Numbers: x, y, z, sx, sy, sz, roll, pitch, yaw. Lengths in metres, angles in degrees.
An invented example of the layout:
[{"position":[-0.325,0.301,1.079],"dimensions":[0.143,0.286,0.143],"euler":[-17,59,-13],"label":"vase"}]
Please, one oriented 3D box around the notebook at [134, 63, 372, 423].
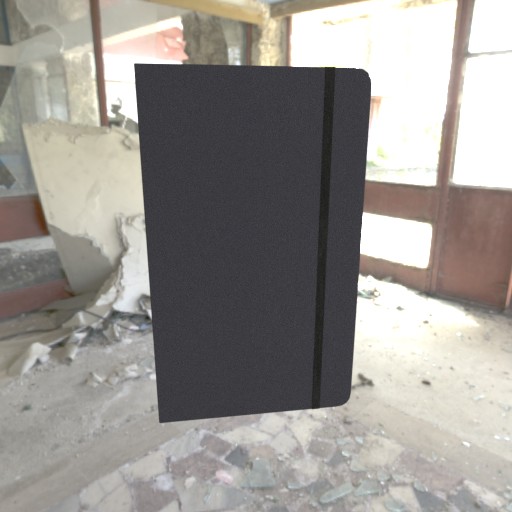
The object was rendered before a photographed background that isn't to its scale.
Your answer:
[{"position":[0.000,0.000,0.269],"dimensions":[0.127,0.213,0.016],"euler":[-2,16,-8],"label":"notebook"}]
